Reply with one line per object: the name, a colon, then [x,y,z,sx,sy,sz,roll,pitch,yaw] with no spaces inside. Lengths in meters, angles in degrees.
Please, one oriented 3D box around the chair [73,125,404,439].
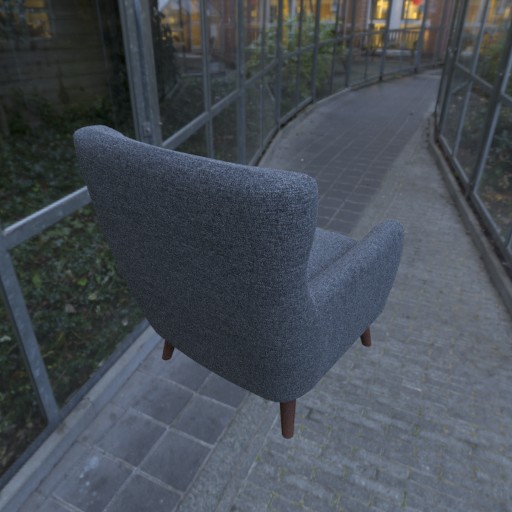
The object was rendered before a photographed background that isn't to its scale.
chair: [0.000,0.000,1.729,0.889,1.039,0.940,21,35,33]
